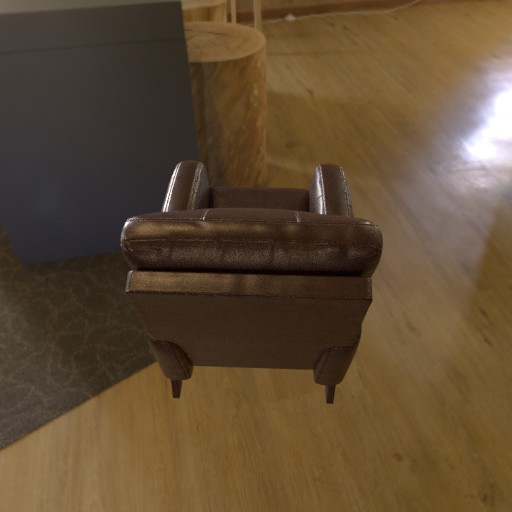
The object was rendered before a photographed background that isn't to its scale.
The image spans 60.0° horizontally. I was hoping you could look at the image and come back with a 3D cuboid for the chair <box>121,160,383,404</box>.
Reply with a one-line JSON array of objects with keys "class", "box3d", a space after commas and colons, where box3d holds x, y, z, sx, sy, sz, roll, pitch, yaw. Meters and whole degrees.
[{"class": "chair", "box3d": [0.000, 0.000, 1.676, 0.762, 0.990, 0.990, 2, 47, 1]}]
